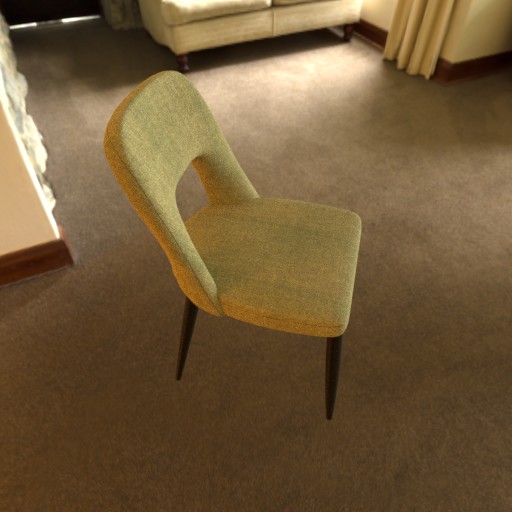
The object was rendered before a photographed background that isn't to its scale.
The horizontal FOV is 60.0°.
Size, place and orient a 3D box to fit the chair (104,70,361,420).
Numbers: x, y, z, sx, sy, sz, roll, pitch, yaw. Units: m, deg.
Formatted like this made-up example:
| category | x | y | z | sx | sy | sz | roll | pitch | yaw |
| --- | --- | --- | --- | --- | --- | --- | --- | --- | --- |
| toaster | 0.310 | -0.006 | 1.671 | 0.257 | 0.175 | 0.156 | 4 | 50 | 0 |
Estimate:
| category | x | y | z | sx | sy | sz | roll | pitch | yaw |
| --- | --- | --- | --- | --- | --- | --- | --- | --- | --- |
| chair | 0.000 | 0.000 | 1.290 | 0.612 | 0.931 | 0.470 | 10 | 46 | 10 |
